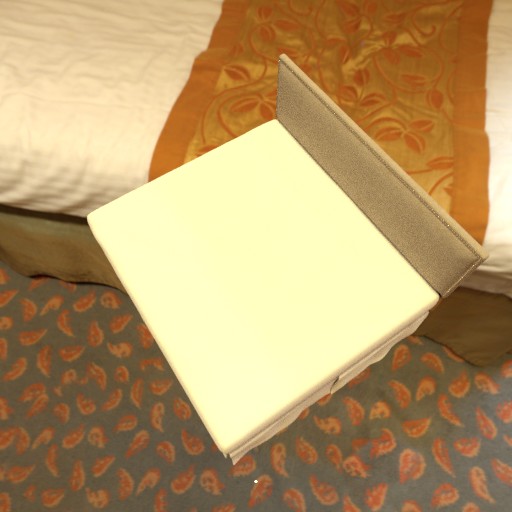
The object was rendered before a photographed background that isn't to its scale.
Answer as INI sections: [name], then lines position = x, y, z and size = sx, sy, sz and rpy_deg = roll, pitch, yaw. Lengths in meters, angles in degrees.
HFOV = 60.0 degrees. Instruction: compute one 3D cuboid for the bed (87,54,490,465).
[bed]
position = 0.000, 0.000, 3.334
size = 1.914, 1.346, 2.170
rpy_deg = -31, 67, -15
